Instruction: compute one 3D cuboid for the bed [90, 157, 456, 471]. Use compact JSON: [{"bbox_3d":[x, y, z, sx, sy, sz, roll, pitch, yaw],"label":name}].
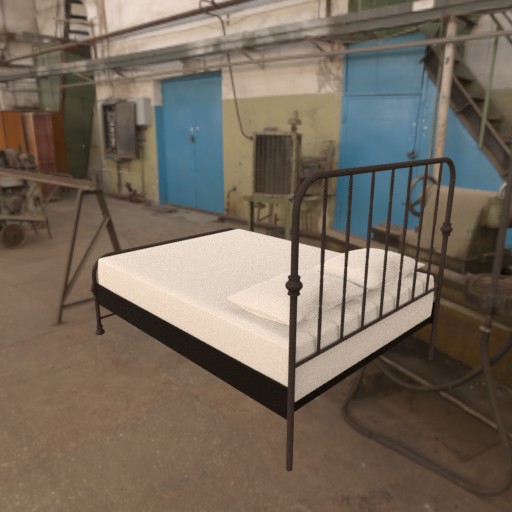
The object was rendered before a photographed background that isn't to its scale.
[{"bbox_3d":[0.000,0.000,3.214,1.616,1.446,2.134,-15,23,-42],"label":"bed"}]
